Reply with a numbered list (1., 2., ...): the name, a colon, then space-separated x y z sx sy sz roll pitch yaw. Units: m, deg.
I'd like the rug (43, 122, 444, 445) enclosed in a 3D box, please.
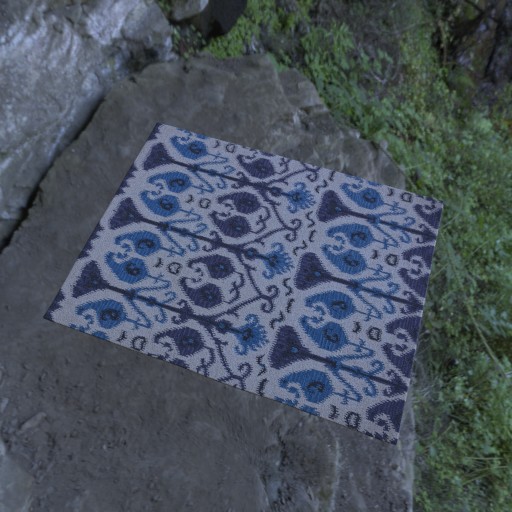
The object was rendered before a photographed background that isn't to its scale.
1. rug: 0.000 0.000 4.261 3.228 0.024 2.443 17 65 8
